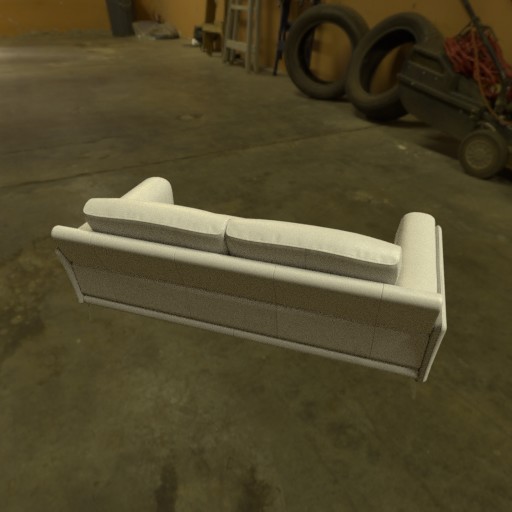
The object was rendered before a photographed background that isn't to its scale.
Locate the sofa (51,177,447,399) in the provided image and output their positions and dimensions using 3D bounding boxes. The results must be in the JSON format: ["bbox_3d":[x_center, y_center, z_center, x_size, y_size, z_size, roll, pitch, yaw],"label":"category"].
[{"bbox_3d":[0.000,0.000,2.685,2.101,0.930,1.049,10,34,15],"label":"sofa"}]
